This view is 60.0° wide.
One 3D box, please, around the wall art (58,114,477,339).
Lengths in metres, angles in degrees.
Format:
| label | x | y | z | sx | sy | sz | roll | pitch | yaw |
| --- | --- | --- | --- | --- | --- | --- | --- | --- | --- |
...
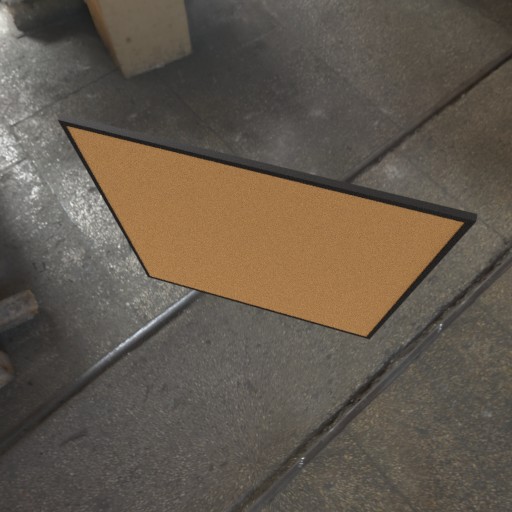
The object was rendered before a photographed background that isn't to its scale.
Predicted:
| label | x | y | z | sx | sy | sz | roll | pitch | yaw |
| --- | --- | --- | --- | --- | --- | --- | --- | --- | --- |
| wall art | 0.000 | 0.000 | 0.978 | 0.664 | 0.663 | 0.015 | 15 | 66 | 7 |
